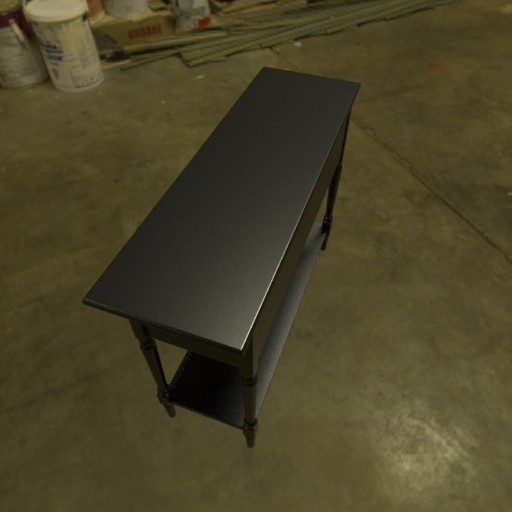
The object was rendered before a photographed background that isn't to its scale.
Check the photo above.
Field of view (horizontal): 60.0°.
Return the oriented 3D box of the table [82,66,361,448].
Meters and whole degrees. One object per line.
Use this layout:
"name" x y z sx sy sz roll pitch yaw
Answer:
"table" 0.000 0.000 1.611 0.386 0.819 1.191 16 50 13
